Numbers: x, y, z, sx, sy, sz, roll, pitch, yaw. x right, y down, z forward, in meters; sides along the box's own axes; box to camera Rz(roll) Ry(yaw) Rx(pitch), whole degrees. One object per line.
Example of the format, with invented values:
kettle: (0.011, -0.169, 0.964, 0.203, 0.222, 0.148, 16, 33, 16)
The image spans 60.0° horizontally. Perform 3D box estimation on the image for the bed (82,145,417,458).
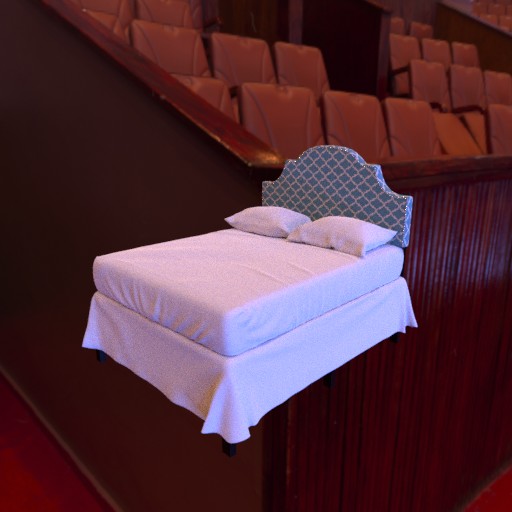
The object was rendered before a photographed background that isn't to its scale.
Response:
bed: (0.000, 0.000, 3.453, 1.780, 1.633, 2.222, 15, 21, 42)
